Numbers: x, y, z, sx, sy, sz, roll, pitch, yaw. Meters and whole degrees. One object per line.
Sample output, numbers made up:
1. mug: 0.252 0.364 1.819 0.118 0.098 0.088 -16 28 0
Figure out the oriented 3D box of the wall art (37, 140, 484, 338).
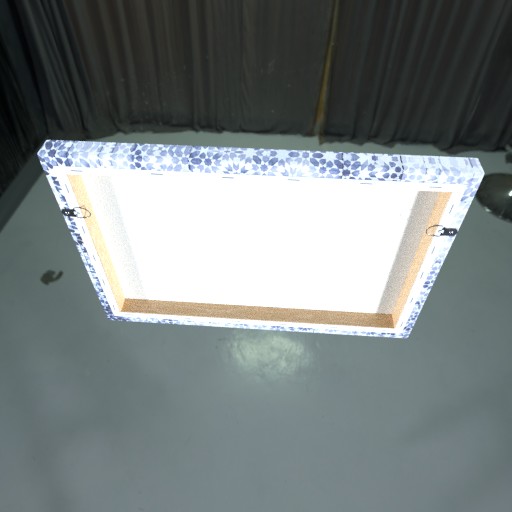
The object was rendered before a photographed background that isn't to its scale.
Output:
1. wall art: 0.000 0.000 1.137 0.911 0.608 0.057 3 48 3
